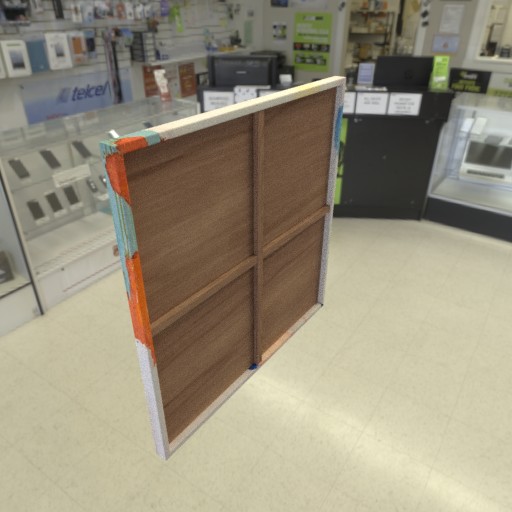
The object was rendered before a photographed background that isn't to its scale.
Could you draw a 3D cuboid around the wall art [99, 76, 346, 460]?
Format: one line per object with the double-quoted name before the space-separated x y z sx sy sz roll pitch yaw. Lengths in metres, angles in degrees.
"wall art" 0.000 0.000 1.205 0.037 0.814 0.814 21 37 31
